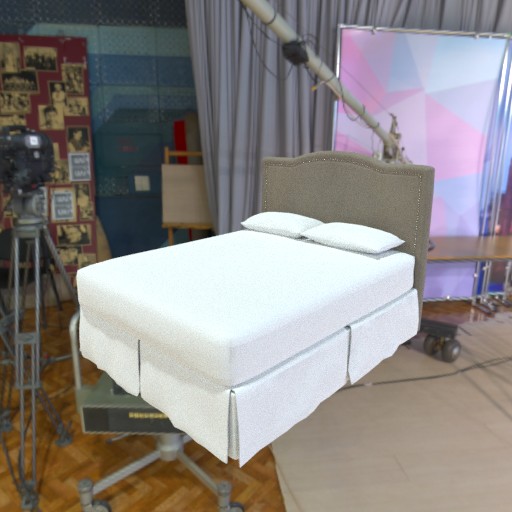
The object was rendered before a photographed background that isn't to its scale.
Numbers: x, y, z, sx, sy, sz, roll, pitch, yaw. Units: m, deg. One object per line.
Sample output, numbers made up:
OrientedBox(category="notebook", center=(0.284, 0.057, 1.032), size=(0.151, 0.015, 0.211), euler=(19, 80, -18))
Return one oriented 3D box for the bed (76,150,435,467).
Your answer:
OrientedBox(category="bed", center=(0.000, 0.000, 3.251), size=(1.744, 1.441, 2.128), euler=(15, 21, 42))
